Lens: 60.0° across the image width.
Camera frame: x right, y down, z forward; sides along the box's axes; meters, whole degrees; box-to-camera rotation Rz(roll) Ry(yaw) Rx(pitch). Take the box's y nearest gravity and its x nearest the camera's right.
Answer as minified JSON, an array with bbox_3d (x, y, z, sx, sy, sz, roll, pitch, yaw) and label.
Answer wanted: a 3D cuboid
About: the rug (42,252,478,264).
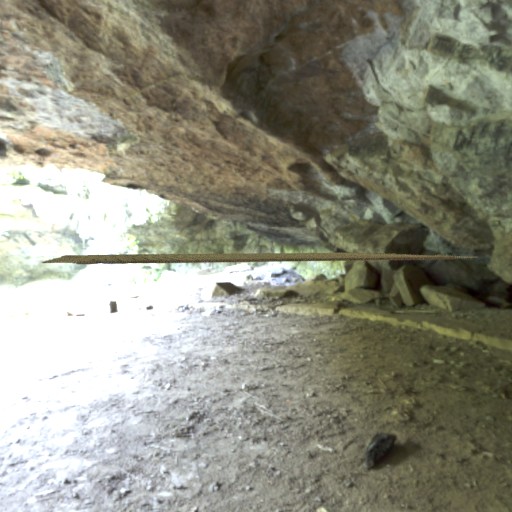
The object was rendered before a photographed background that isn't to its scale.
[{"bbox_3d":[0.000,0.000,2.051,1.718,0.017,0.905,-1,2,-18],"label":"rug"}]
